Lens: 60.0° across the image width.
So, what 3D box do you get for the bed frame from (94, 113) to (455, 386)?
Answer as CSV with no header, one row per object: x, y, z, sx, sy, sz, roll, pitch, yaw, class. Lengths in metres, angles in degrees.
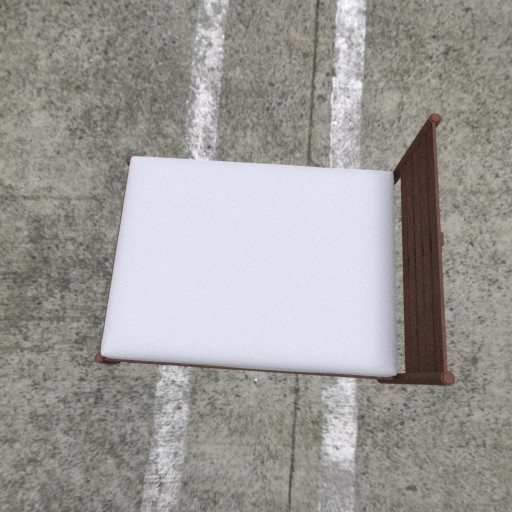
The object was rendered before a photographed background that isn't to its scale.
0.000,0.000,3.221,2.234,1.321,1.655,4,74,1,bed frame
